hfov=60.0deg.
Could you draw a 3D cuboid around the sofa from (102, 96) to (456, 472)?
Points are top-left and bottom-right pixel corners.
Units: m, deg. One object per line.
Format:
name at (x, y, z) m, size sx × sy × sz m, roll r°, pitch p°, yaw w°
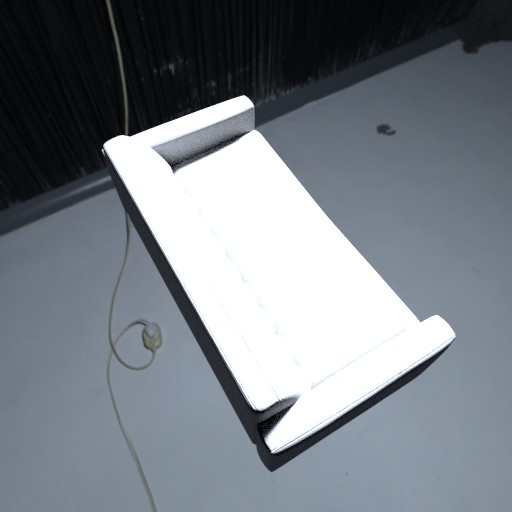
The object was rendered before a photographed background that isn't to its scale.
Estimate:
sofa at (0.000, 0.000, 2.415) m, size 0.969 × 0.814 × 1.895 m, roll -26°, pitch 61°, yaw -16°
